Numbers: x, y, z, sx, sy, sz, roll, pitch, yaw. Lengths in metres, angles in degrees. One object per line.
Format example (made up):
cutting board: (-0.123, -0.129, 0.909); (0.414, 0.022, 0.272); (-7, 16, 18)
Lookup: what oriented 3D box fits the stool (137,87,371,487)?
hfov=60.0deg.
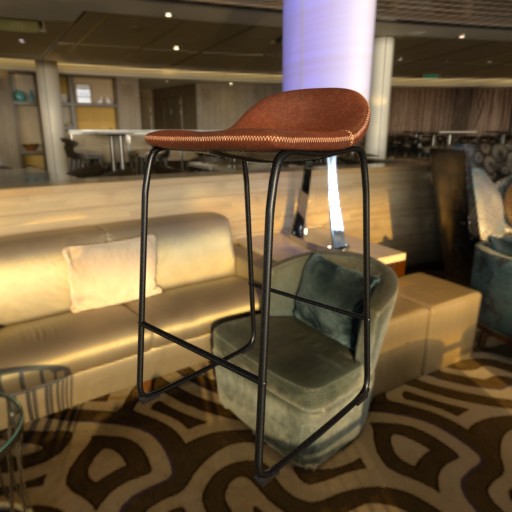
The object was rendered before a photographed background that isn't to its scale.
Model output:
stool: (0.000, 0.000, 1.125); (0.454, 0.830, 0.473); (14, 21, 40)
